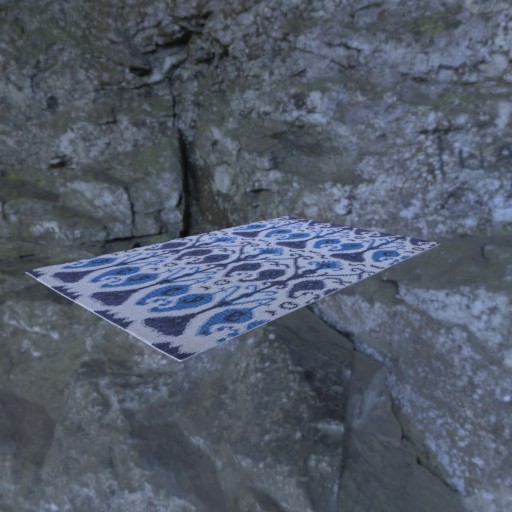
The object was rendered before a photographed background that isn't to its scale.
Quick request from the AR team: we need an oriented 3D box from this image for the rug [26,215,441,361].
[{"bbox_3d":[0.000,0.000,2.095,1.072,0.013,1.698,15,22,42],"label":"rug"}]
